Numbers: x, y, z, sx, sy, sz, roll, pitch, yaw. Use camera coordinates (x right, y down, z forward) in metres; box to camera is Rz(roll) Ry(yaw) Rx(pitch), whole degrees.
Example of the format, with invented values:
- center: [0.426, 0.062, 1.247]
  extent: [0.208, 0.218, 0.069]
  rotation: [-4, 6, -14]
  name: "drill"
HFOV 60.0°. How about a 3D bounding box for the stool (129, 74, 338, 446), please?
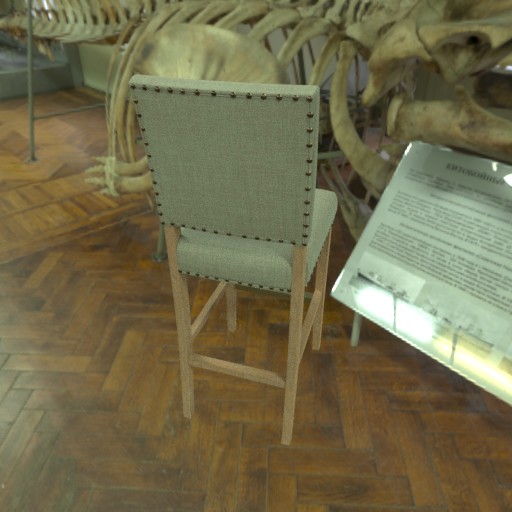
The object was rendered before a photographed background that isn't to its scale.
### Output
- center: [0.000, 0.000, 1.487]
  extent: [0.445, 1.203, 0.585]
  rotation: [10, 33, 15]
  name: "stool"
